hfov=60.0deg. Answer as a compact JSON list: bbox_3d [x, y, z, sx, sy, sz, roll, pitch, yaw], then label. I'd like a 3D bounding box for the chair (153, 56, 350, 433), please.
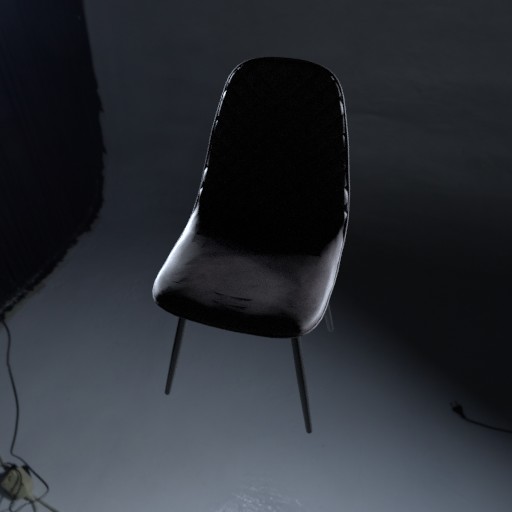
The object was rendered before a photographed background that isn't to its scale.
[{"bbox_3d":[0.000,0.000,1.222,0.472,0.889,0.561,11,42,12],"label":"chair"}]
